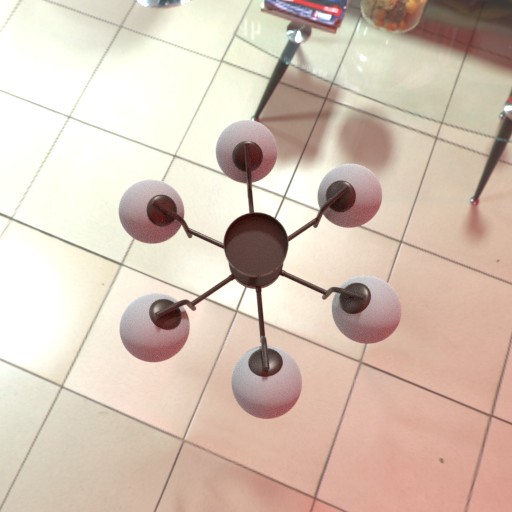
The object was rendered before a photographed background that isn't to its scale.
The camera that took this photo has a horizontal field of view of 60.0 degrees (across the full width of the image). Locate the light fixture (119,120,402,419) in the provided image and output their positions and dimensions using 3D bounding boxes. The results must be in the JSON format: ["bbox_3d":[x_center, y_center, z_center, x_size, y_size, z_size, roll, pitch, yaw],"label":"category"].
[{"bbox_3d":[0.000,0.000,0.945,0.662,0.201,0.662,0,76,0],"label":"light fixture"}]
